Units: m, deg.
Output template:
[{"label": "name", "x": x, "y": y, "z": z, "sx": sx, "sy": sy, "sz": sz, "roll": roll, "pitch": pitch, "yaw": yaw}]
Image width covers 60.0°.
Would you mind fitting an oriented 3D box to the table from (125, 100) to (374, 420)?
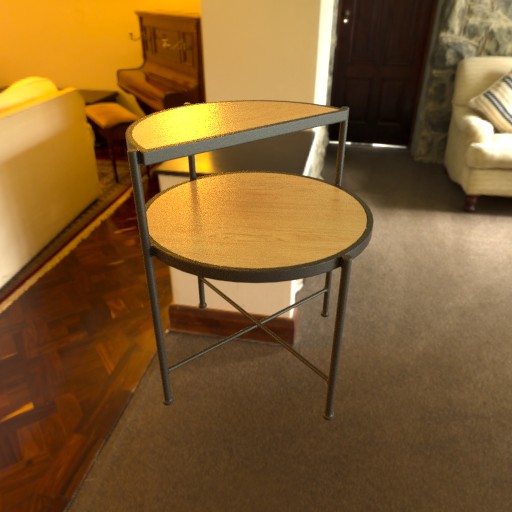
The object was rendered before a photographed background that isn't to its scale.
[{"label": "table", "x": 0.000, "y": 0.000, "z": 1.174, "sx": 0.629, "sy": 0.684, "sz": 0.628, "roll": -22, "pitch": 37, "yaw": -32}]
